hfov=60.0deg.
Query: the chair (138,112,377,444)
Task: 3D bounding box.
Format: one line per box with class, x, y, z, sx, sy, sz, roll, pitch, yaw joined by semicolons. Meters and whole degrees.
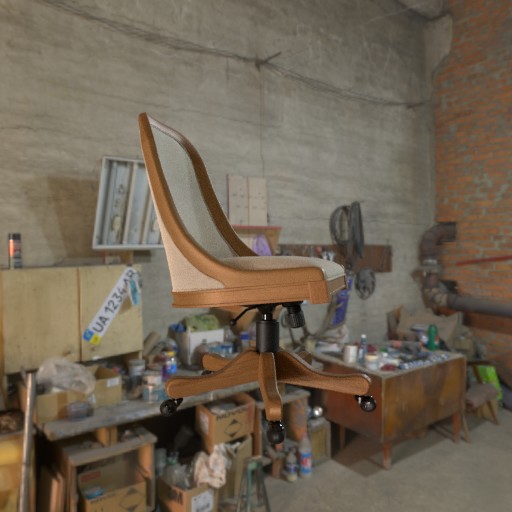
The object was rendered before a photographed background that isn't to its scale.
chair;0.000;0.000;1.546;0.811;1.009;0.702;0;0;17
